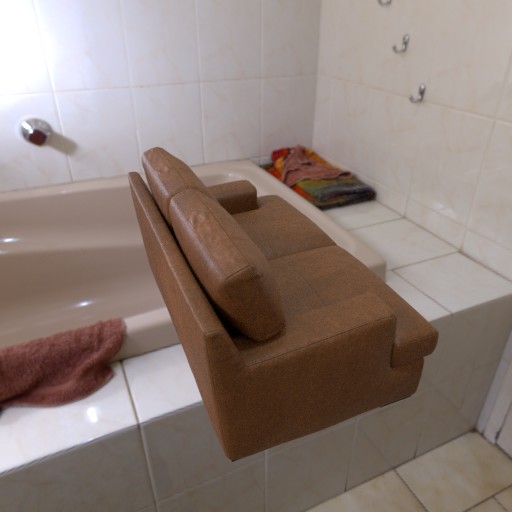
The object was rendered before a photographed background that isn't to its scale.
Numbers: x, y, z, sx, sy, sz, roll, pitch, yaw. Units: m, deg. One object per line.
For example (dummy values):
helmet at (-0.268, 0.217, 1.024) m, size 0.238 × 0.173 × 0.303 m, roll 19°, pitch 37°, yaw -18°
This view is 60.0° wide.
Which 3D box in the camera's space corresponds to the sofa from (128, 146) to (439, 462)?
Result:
sofa at (0.000, 0.000, 2.580) m, size 1.144 × 0.966 × 1.880 m, roll -12°, pitch 32°, yaw -19°
